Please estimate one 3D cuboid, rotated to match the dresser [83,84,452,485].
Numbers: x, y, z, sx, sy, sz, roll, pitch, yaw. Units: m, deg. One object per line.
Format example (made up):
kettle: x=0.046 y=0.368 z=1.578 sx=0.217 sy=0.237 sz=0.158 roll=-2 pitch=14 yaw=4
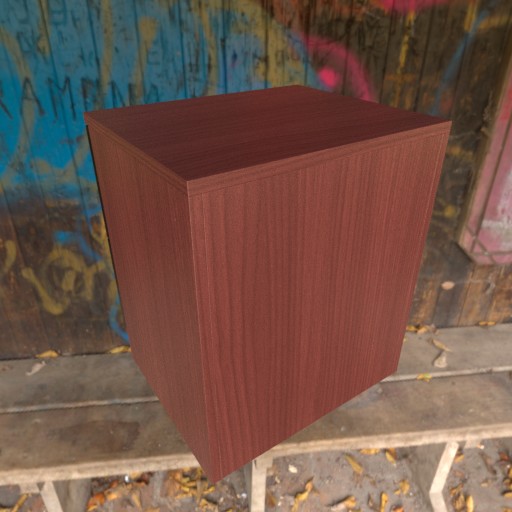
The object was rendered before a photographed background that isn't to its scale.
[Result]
dresser: x=0.000 y=0.000 z=0.752 sx=0.400 sy=0.470 sz=0.360 roll=-19 pitch=36 yaw=-29
